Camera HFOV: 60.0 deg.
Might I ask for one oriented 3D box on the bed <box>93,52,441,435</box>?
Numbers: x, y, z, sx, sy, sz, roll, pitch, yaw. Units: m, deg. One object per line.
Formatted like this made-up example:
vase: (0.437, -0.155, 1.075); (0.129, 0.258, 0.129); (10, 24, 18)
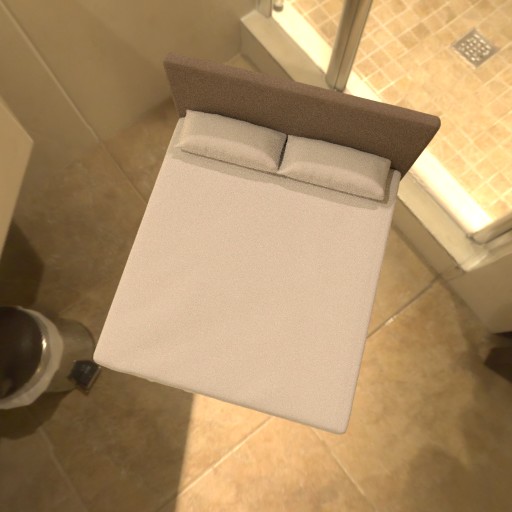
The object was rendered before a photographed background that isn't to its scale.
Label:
bed: (0.000, 0.000, 3.496); (2.119, 1.317, 2.341); (15, 76, 4)
